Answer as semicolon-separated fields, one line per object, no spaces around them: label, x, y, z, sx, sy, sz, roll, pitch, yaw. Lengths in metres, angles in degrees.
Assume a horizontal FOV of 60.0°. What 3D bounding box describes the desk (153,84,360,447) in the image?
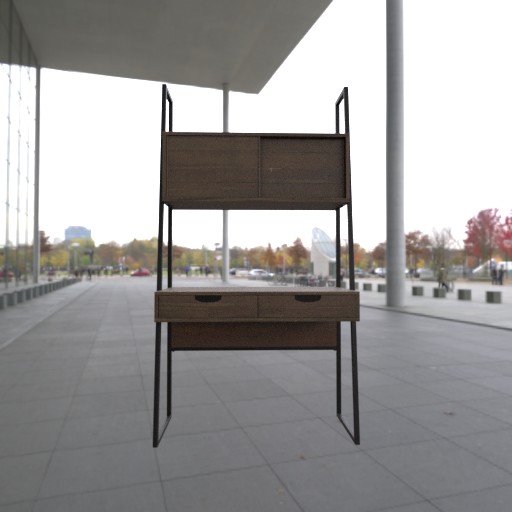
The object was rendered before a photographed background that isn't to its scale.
desk;0.000;0.000;2.284;0.982;1.809;0.515;0;-2;-2
